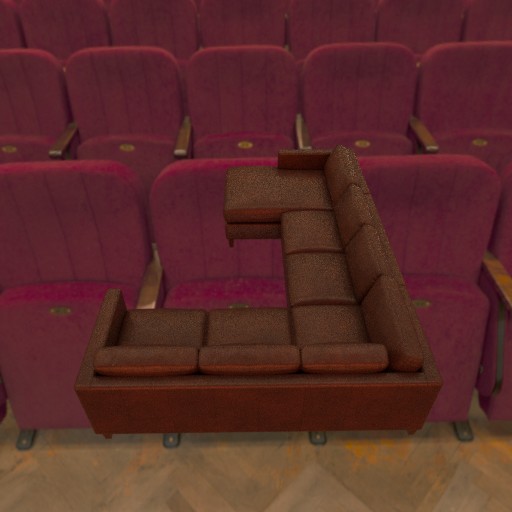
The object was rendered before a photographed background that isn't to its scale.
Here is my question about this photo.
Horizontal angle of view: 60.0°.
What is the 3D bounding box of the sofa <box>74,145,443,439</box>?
[{"bbox_3d":[0.000,0.000,4.359,2.452,0.891,3.324,-1,41,-1],"label":"sofa"}]
